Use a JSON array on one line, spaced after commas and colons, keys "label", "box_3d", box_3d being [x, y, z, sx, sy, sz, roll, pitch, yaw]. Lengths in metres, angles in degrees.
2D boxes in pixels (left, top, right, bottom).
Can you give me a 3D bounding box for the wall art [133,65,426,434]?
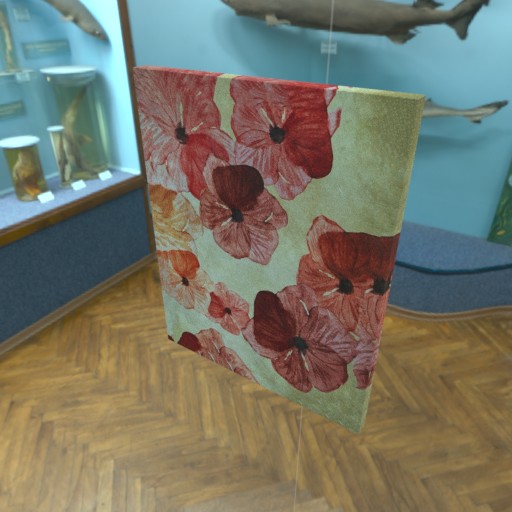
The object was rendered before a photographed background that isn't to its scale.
[{"label": "wall art", "box_3d": [0.000, 0.000, 0.676, 0.406, 0.508, 0.028, 19, 35, 28]}]
